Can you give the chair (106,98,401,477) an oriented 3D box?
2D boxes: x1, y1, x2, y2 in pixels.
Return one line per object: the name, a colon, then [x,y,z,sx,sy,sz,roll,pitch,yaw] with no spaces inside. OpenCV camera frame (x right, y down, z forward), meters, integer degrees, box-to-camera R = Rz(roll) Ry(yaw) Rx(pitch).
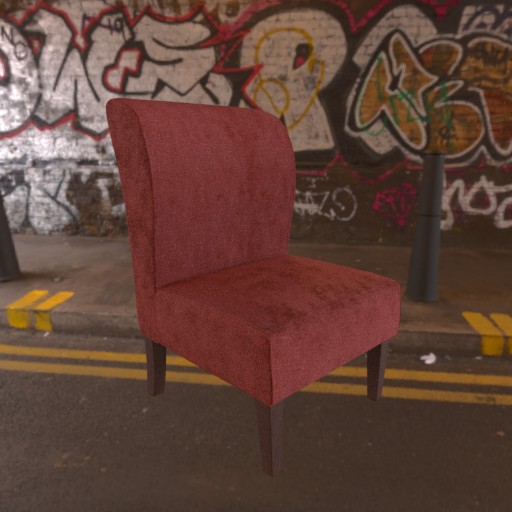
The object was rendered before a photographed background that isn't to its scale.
chair: [0.000,0.000,1.236,0.538,0.846,0.640,-13,19,-42]
